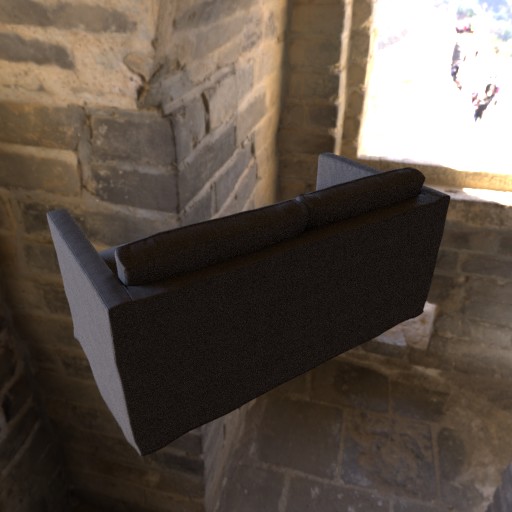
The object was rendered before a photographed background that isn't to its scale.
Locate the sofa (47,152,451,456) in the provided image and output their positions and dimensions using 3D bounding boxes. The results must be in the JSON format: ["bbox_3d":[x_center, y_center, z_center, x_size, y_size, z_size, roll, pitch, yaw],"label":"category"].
[{"bbox_3d":[0.000,0.000,2.315,1.802,0.854,0.974,-18,34,-29],"label":"sofa"}]
